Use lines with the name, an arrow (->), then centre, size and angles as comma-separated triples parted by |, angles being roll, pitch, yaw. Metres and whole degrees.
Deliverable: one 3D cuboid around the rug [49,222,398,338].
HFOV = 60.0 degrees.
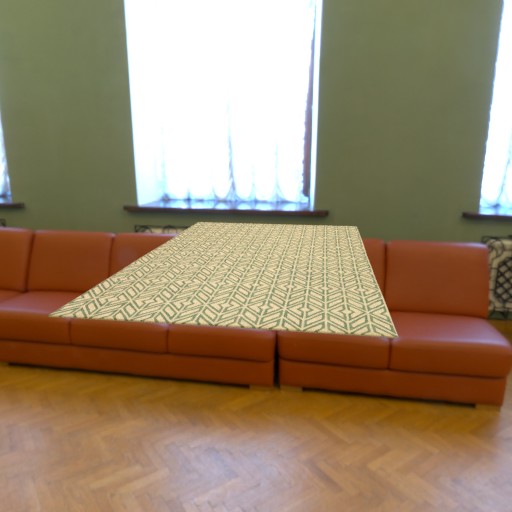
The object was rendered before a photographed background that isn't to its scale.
rug -> 0.000, 0.000, 3.042 | 1.517, 0.011, 2.435 | 2, 14, 8
